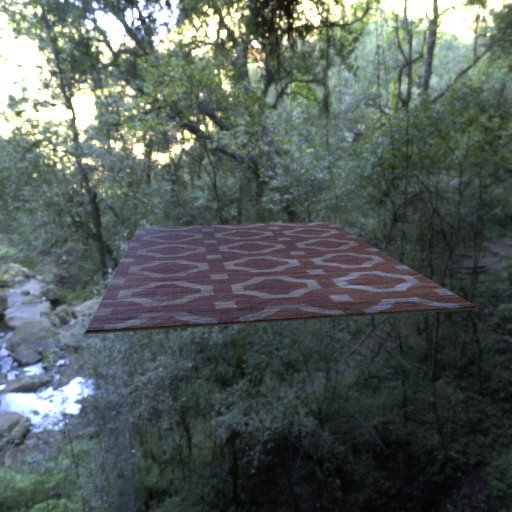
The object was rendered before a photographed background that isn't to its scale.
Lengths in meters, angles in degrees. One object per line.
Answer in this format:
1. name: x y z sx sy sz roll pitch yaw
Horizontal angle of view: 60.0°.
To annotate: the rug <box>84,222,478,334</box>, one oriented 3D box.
1. rug: 0.000 0.000 4.162 2.466 0.021 3.049 -2 15 -9
